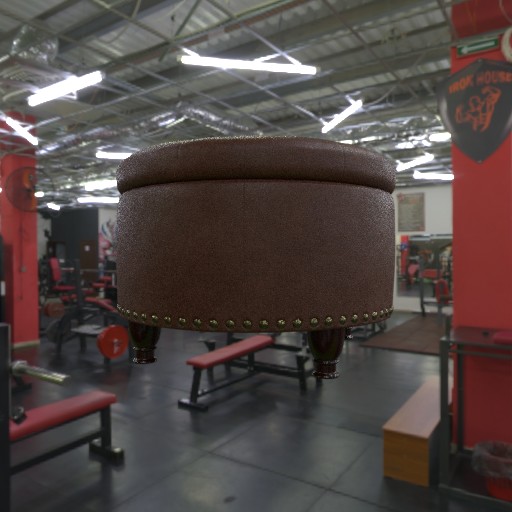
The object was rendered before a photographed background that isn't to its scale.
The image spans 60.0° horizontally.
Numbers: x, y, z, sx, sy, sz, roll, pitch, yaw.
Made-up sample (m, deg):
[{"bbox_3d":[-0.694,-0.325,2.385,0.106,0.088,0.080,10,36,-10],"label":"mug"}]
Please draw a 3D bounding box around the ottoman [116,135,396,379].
[{"bbox_3d":[0.000,0.000,1.060,0.637,0.442,0.637,0,1,0],"label":"ottoman"}]
